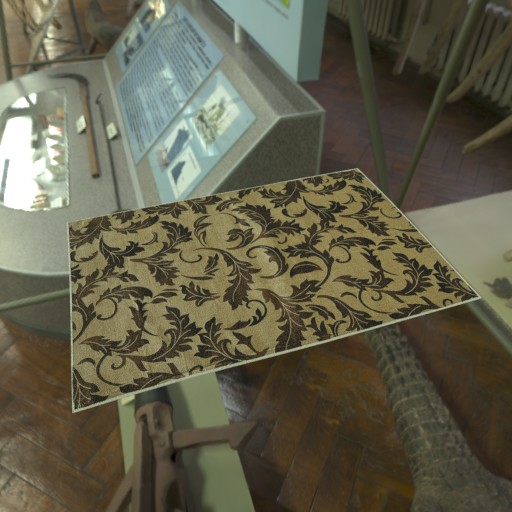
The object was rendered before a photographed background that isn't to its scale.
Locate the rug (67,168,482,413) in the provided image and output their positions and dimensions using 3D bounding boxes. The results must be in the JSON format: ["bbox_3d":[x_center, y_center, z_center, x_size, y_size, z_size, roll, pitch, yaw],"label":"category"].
[{"bbox_3d":[0.000,0.000,2.839,2.284,0.008,1.522,-13,44,-14],"label":"rug"}]
